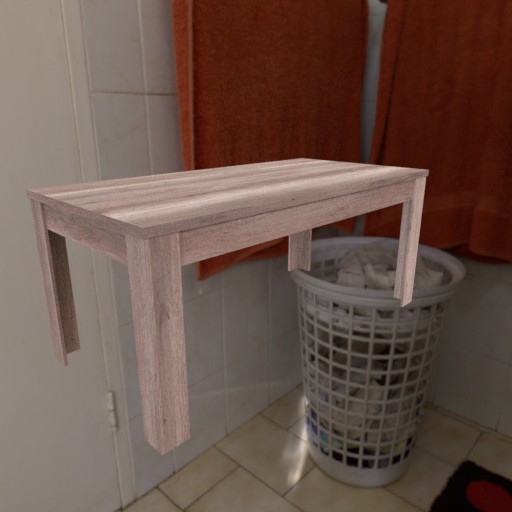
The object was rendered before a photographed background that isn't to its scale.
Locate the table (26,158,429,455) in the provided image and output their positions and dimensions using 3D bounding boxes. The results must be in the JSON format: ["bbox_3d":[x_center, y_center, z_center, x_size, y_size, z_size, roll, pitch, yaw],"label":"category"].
[{"bbox_3d":[0.000,0.000,2.263,0.900,0.790,1.800,17,25,42],"label":"table"}]
